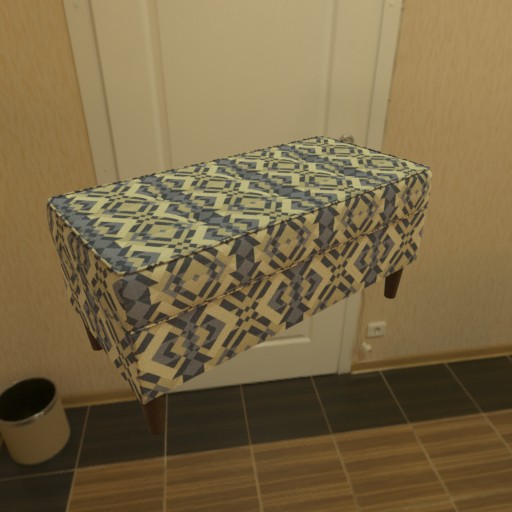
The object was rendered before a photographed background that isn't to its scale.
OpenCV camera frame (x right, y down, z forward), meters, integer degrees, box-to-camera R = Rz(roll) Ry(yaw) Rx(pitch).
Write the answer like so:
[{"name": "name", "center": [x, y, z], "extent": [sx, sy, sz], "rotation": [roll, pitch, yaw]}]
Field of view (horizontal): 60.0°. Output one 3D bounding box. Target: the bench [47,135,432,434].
[{"name": "bench", "center": [0.000, 0.000, 1.337], "extent": [1.016, 0.477, 0.492], "rotation": [-21, 36, -32]}]
